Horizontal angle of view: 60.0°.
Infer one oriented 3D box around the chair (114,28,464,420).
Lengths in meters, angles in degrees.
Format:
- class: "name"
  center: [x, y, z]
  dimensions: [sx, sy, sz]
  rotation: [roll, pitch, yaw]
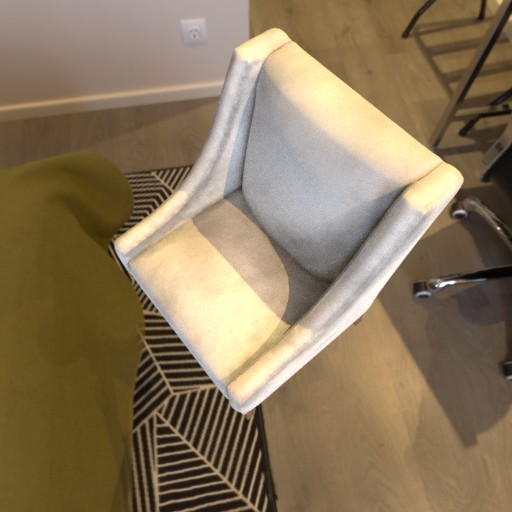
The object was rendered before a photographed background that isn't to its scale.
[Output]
- class: "chair"
  center: [0.000, 0.000, 1.314]
  dimensions: [0.629, 0.895, 0.629]
  rotation: [-37, 69, -16]
